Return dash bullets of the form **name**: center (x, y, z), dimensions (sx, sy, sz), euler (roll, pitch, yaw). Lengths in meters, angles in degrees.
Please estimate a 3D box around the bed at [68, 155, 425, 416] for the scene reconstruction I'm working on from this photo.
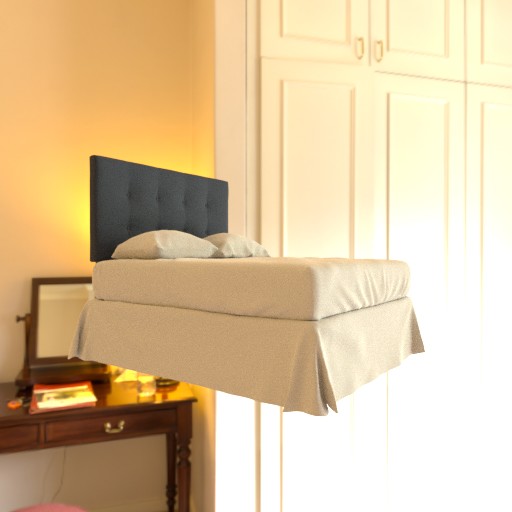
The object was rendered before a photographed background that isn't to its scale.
- **bed**: center (0.000, 0.000, 3.519), dimensions (2.222, 1.577, 1.936), euler (0, 1, 36)
